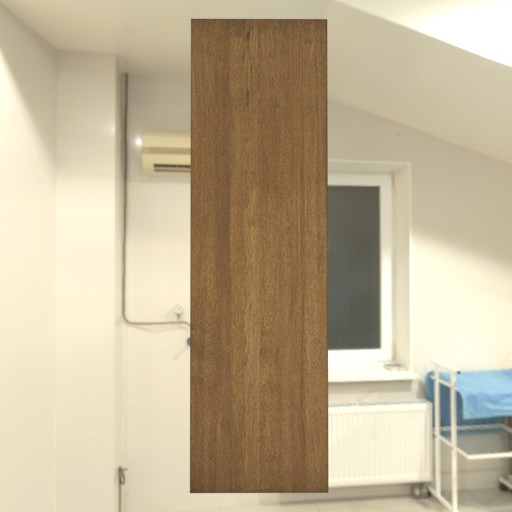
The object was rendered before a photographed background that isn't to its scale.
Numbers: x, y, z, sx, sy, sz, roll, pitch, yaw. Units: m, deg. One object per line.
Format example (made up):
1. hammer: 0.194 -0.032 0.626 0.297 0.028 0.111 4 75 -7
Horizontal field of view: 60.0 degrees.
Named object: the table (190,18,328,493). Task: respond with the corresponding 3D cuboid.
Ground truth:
1. table: 0.000 0.000 2.418 0.600 2.000 1.100 0 -1 0
